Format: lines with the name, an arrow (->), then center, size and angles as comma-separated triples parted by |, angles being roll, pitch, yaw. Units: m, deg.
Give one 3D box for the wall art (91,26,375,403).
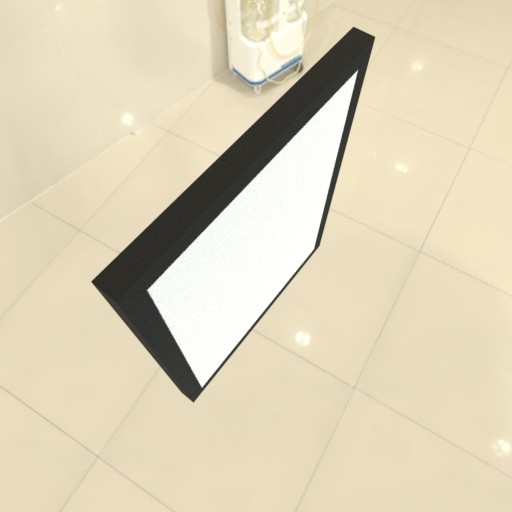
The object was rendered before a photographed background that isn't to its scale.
wall art -> 0.000, 0.000, 0.531 | 0.024, 0.404, 0.329 | 35, 68, 16
